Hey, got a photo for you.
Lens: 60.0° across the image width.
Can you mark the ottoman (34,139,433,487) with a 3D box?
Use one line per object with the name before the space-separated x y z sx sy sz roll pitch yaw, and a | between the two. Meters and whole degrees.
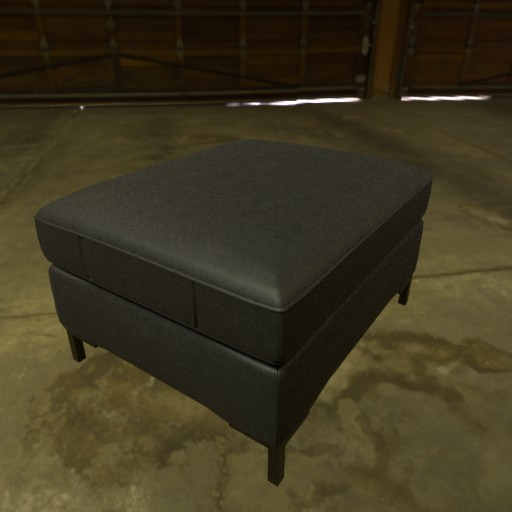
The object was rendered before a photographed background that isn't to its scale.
ottoman | 0.000 0.000 1.730 0.967 0.696 1.187 18 33 30
